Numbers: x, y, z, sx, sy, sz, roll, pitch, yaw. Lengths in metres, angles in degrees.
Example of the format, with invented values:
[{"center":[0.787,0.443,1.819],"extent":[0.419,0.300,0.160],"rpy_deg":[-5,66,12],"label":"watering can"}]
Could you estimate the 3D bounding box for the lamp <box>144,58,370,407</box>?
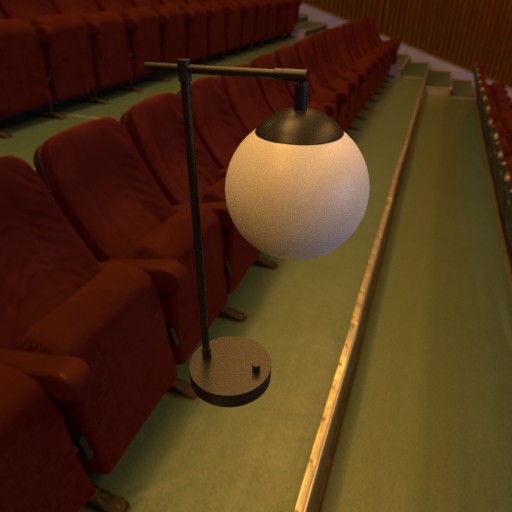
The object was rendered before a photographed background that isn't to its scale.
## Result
[{"center":[0.000,0.000,0.694],"extent":[0.316,0.559,0.197],"rpy_deg":[11,33,17],"label":"lamp"}]
